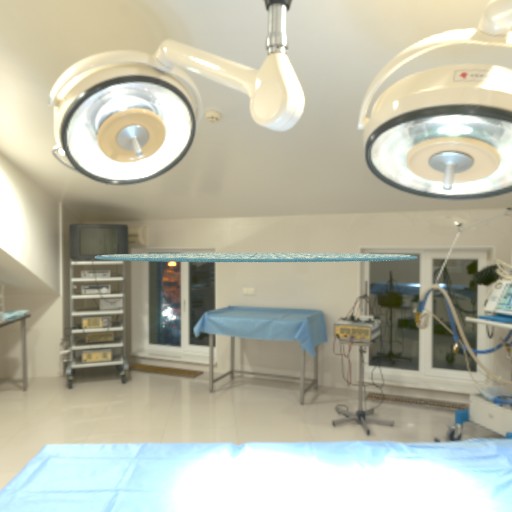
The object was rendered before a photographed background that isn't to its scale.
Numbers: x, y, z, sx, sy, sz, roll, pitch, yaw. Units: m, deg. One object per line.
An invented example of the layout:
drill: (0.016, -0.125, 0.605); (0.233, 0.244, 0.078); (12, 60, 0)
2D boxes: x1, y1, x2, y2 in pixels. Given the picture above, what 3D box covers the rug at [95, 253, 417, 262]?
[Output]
rug: (0.000, 0.000, 2.327); (1.593, 0.012, 1.593); (0, 1, 0)
